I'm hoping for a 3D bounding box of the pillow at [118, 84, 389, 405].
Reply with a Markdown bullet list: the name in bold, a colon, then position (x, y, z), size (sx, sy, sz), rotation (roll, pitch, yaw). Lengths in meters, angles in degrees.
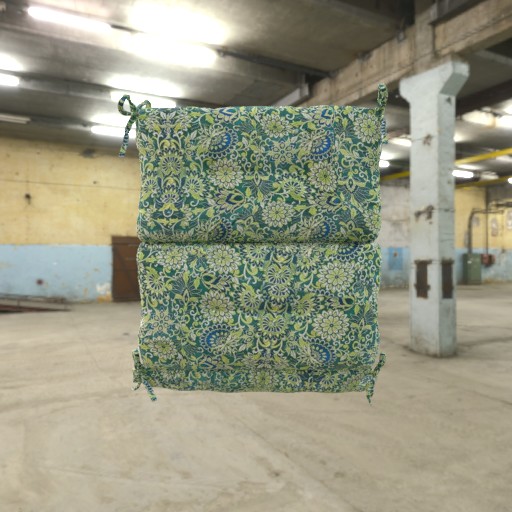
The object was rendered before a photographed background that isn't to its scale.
- **pillow**: position (0.000, 0.000, 1.050), size (0.519, 0.605, 0.571), rotation (0, -1, 1)
